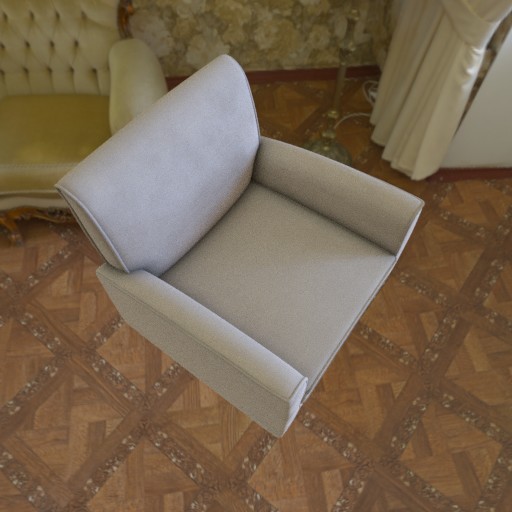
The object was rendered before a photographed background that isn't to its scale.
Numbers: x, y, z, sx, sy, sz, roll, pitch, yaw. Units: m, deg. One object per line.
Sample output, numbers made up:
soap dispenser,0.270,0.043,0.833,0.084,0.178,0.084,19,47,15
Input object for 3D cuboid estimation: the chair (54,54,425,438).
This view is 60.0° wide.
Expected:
chair,0.000,0.000,1.569,0.821,0.915,0.820,32,63,18
